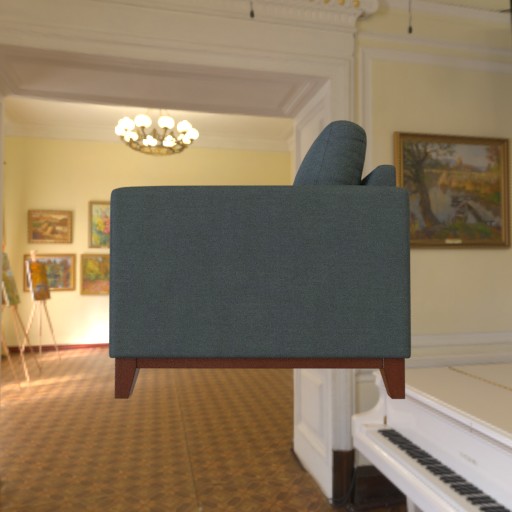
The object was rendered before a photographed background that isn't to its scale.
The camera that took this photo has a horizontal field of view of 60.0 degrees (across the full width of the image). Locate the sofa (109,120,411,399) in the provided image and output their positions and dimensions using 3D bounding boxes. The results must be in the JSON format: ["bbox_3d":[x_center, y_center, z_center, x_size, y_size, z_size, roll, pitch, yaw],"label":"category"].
[{"bbox_3d":[0.000,0.000,2.077,0.955,0.903,1.489,0,-1,0],"label":"sofa"}]
